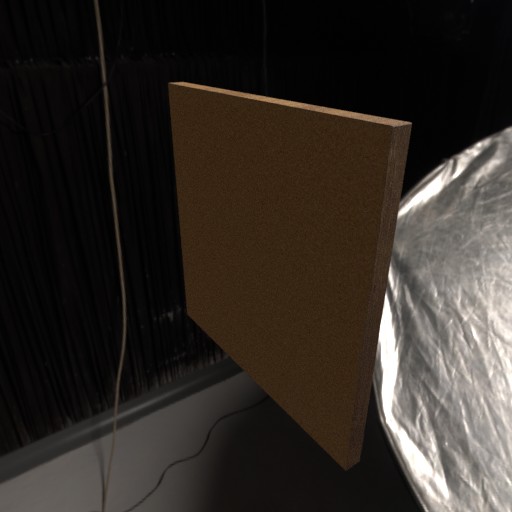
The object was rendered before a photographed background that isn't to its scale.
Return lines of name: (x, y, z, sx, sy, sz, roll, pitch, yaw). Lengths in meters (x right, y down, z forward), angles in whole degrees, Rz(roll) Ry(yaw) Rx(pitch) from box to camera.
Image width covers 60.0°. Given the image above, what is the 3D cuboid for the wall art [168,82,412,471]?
wall art: (0.000, 0.000, 0.888, 0.042, 0.608, 0.611, -18, 32, -31)
